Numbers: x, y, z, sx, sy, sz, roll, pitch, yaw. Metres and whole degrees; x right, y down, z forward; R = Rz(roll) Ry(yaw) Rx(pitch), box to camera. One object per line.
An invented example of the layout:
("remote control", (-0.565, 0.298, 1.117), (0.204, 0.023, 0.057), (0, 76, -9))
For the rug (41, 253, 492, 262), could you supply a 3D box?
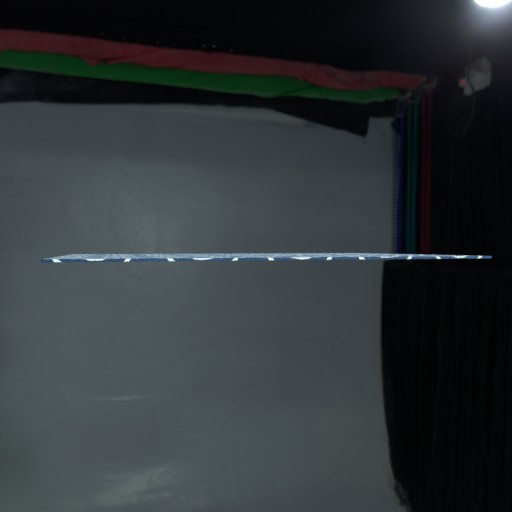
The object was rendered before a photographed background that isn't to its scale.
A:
("rug", (0.000, 0.000, 2.163), (1.753, 0.010, 1.143), (0, 1, -18))
